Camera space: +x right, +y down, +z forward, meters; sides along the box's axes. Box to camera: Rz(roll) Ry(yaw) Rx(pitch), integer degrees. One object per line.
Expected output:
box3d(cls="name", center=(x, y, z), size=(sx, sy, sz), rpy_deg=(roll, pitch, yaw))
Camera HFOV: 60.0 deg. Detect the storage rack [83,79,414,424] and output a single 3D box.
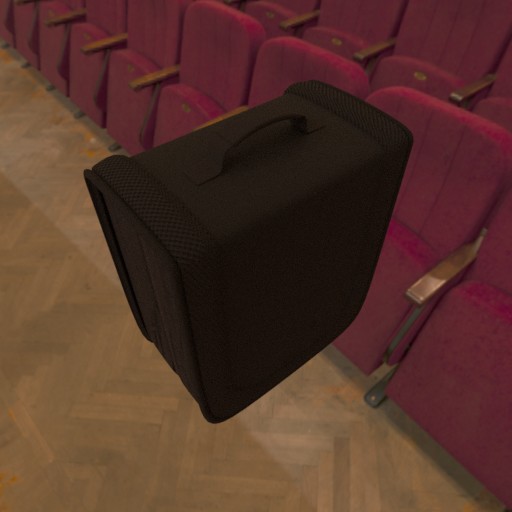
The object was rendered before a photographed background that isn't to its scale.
box3d(cls="storage rack", center=(0.000, 0.000, 0.551), size=(0.297, 0.387, 0.168), rpy_deg=(-31, 54, -25))
